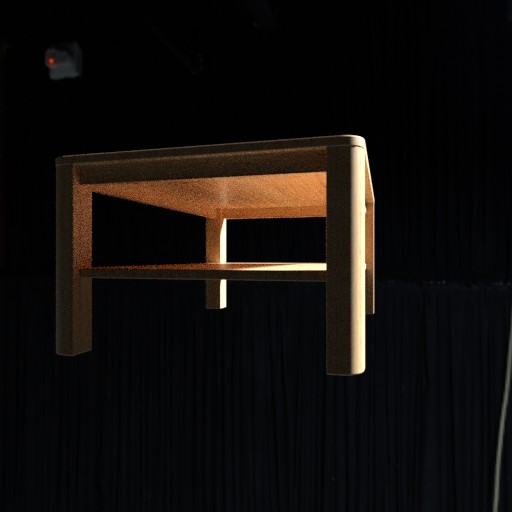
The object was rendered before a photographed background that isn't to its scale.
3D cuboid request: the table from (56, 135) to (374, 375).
[{"bbox_3d":[0.000,0.000,1.383,0.696,0.445,0.997,0,0,16],"label":"table"}]
